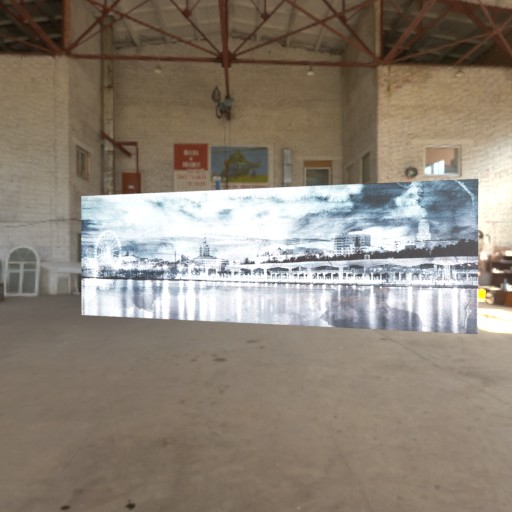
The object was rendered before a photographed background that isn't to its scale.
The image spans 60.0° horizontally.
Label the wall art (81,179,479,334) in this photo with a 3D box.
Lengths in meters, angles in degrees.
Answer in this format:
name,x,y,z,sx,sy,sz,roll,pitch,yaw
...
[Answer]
name,x,y,z,sx,sy,sz,roll,pitch,yaw
wall art,0.000,0.000,0.842,0.759,0.251,0.037,0,0,17
